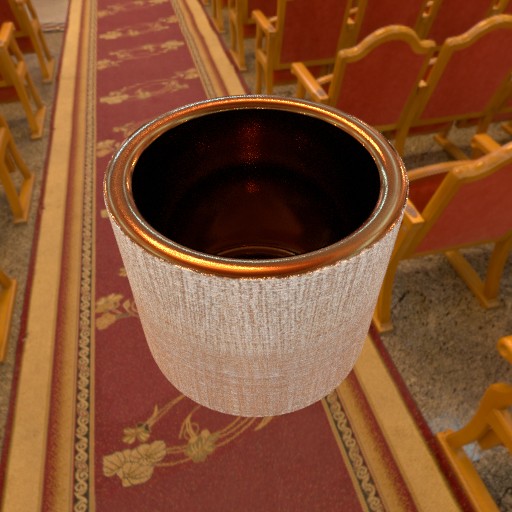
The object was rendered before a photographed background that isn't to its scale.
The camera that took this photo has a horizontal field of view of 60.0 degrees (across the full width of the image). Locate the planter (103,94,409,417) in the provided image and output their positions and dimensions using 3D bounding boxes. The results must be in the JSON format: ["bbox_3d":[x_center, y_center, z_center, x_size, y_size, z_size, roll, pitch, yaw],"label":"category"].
[{"bbox_3d":[0.000,0.000,0.315,0.177,0.157,0.177,0,47,0],"label":"planter"}]
